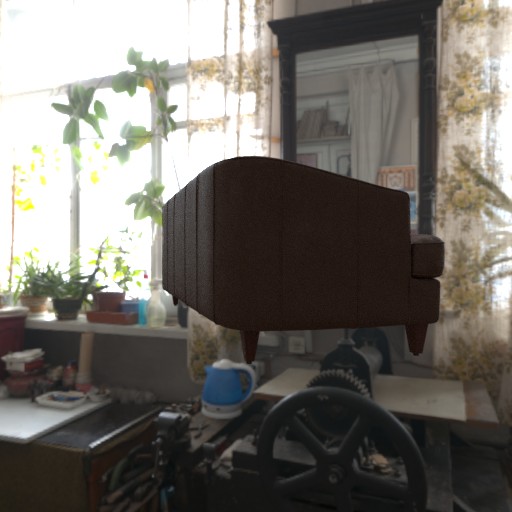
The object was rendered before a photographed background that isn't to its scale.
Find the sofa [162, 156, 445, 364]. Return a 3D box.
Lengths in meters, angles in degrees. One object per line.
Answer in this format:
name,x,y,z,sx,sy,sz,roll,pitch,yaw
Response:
sofa,0.000,0.000,2.653,0.927,0.787,2.227,0,0,-18
